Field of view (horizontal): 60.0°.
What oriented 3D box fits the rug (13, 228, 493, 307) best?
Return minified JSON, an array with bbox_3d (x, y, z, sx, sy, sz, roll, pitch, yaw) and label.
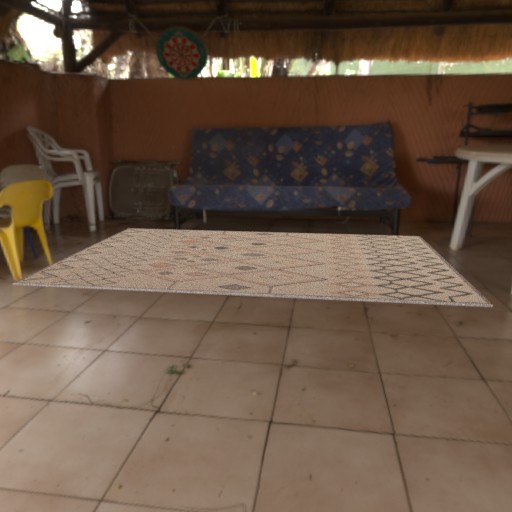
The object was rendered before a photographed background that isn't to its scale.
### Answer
[{"bbox_3d":[0.000,0.000,2.951,2.438,0.015,1.524,2,15,7],"label":"rug"}]
